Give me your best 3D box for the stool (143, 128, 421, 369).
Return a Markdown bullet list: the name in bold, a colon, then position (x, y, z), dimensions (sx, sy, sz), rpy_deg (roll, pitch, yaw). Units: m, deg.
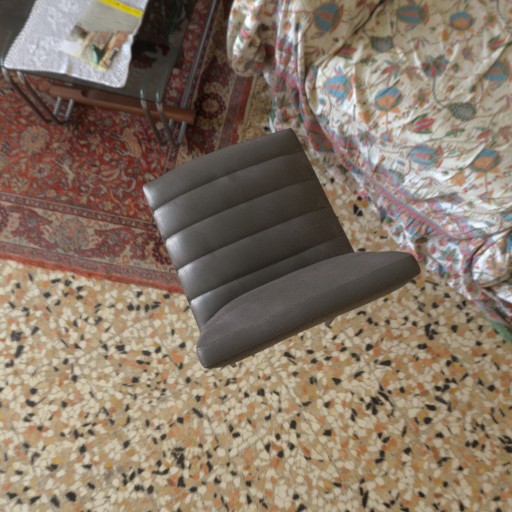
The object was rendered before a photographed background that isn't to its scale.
- **stool**: position (0.000, 0.000, 1.357), dimensions (0.463, 1.065, 0.562), rpy_deg (-23, 77, -6)
